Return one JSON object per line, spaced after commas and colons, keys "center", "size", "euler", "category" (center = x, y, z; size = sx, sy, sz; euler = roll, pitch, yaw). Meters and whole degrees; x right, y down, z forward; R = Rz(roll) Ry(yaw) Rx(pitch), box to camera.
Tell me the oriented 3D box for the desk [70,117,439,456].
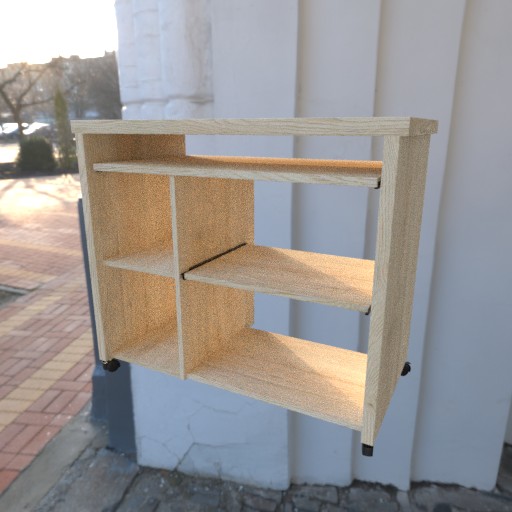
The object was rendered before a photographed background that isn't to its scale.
{"center": [0.000, 0.000, 1.315], "size": [0.885, 0.770, 0.480], "euler": [8, 18, 26], "category": "desk"}
